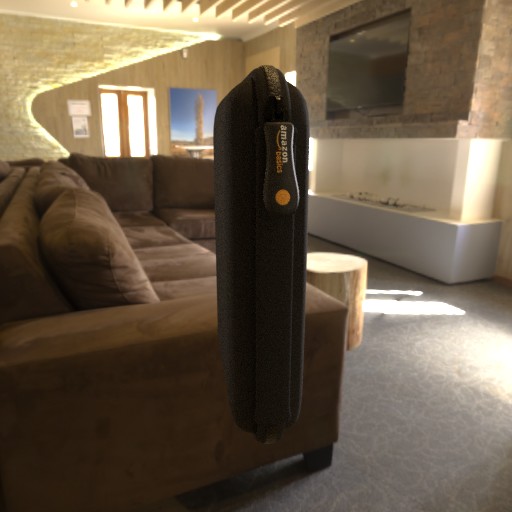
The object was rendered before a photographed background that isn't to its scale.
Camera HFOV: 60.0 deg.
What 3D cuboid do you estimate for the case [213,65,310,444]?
[{"bbox_3d":[0.000,0.000,0.193,0.030,0.147,0.107,-2,15,-8],"label":"case"}]
